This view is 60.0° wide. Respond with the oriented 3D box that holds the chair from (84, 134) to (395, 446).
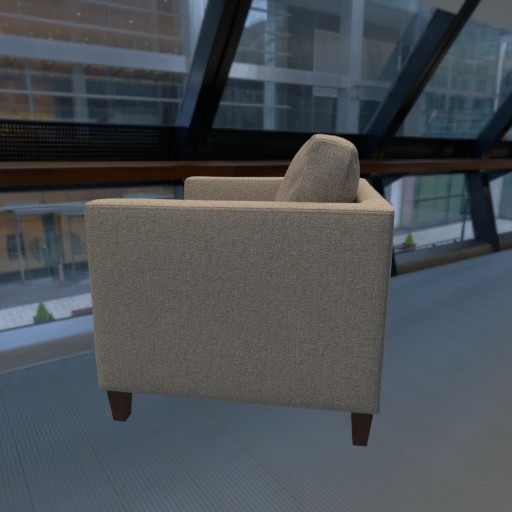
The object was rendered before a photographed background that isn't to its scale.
[{"bbox_3d":[0.000,0.000,1.840,0.959,0.961,1.107,2,14,9],"label":"chair"}]
